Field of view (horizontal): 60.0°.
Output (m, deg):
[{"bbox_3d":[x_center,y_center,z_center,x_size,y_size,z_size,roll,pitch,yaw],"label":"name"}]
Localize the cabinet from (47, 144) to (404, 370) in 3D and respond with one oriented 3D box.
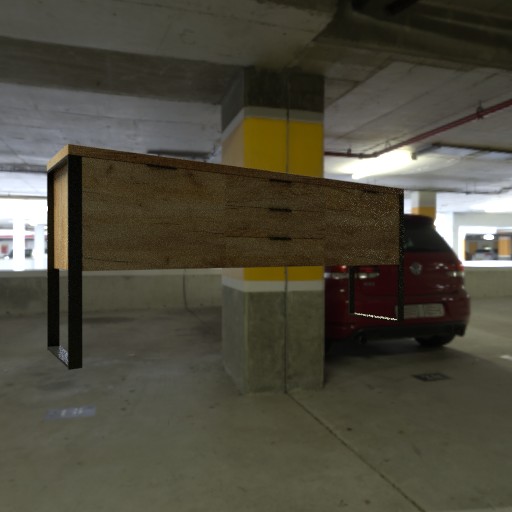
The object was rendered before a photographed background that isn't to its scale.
[{"bbox_3d":[0.000,0.000,2.159,1.800,0.762,0.395,0,0,-35],"label":"cabinet"}]
